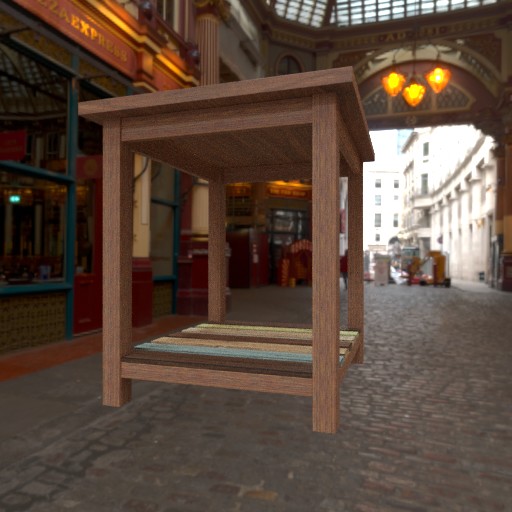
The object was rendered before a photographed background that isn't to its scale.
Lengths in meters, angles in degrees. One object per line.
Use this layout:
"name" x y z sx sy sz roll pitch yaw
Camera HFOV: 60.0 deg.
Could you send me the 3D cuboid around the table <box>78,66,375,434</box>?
"table" 0.000 0.000 1.145 0.559 0.635 0.660 0 0 18
